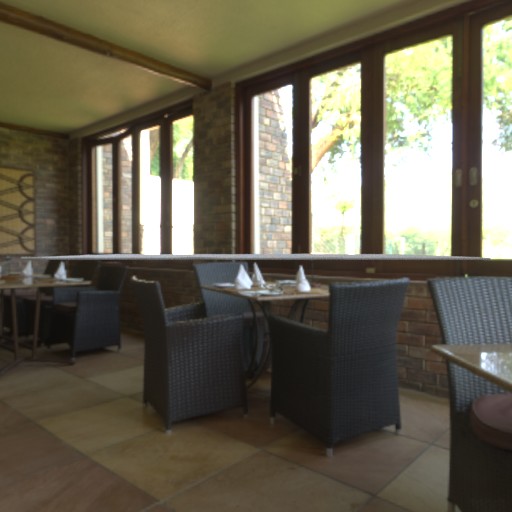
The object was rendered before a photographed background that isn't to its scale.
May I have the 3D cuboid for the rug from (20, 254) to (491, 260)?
[{"bbox_3d":[0.000,0.000,3.073,2.460,0.016,1.545,0,1,1],"label":"rug"}]
